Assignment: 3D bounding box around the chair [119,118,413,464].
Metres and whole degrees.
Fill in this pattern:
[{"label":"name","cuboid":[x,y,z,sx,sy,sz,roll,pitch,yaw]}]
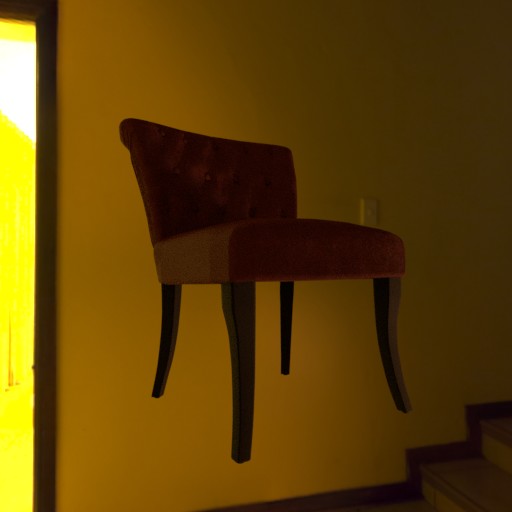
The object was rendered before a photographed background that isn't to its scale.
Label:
[{"label":"chair","cuboid":[0.000,0.000,1.167,0.582,0.750,0.605,1,-1,-34]}]
